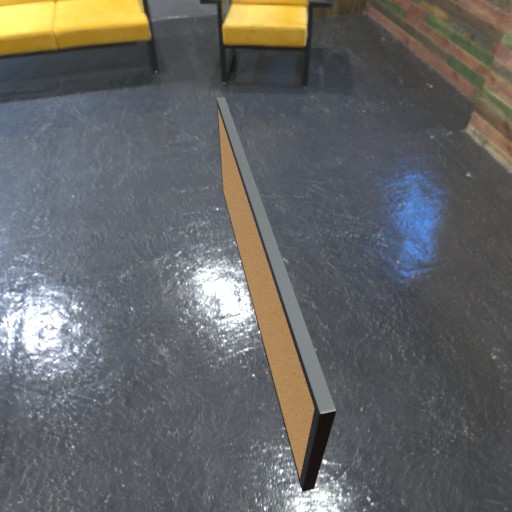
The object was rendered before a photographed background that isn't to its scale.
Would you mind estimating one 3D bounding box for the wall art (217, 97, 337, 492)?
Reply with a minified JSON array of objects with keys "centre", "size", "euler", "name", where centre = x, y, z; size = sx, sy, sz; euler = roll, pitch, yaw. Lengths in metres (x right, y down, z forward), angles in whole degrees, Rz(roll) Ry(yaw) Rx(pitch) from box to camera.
[{"centre":[0.000,0.000,1.744],"size":[0.041,0.554,1.572],"euler":[-9,46,-8],"name":"wall art"}]
